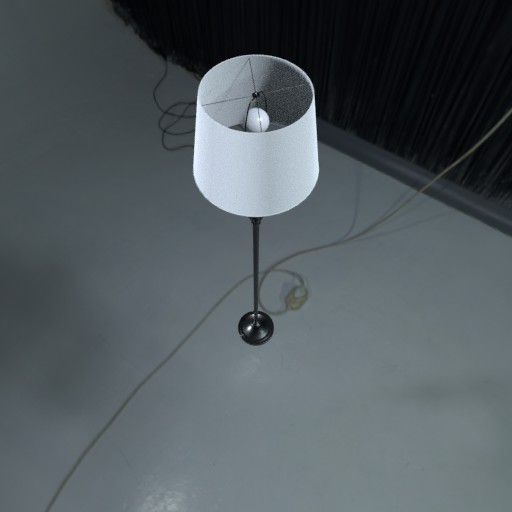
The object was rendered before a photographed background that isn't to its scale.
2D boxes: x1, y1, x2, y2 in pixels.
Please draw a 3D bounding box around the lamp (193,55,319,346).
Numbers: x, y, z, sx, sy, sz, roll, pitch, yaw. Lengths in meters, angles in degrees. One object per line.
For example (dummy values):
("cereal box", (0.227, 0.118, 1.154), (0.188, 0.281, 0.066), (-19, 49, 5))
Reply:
("lamp", (0.000, 0.000, 1.804), (0.379, 1.623, 0.379), (0, 60, 0))
